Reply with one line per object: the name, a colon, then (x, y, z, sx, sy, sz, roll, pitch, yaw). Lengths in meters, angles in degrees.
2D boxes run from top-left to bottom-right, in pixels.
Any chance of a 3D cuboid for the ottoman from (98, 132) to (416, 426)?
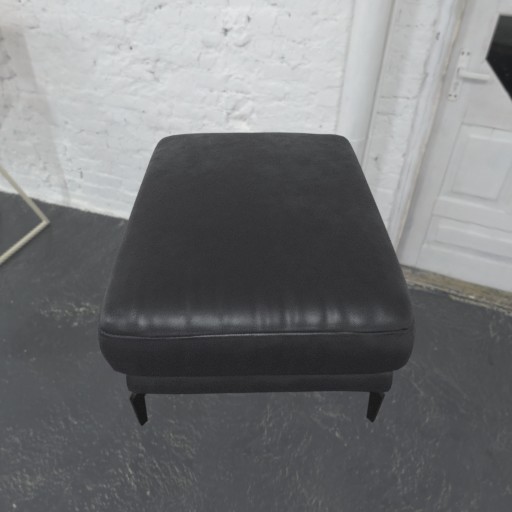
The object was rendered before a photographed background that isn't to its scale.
ottoman: (0.000, 0.000, 1.109, 0.570, 0.402, 0.764, -1, 40, -1)
